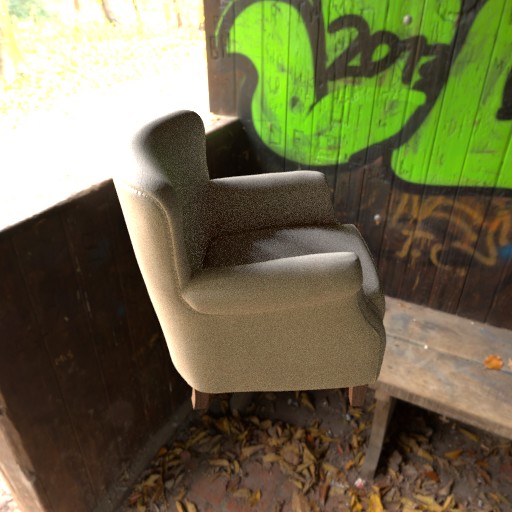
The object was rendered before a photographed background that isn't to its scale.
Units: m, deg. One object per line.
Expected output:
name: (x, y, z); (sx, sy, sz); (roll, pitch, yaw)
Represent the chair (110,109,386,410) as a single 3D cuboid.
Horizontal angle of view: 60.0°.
chair: (0.000, 0.000, 1.686); (0.921, 0.936, 0.861); (-1, 32, -1)
